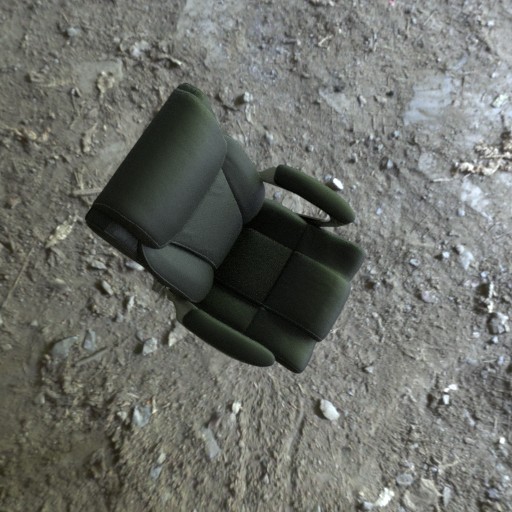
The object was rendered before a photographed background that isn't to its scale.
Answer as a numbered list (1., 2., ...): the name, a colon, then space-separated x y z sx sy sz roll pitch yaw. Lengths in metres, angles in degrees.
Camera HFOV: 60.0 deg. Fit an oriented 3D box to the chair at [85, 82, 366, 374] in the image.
1. chair: 0.000 0.000 1.681 0.784 1.167 0.741 30 78 7
